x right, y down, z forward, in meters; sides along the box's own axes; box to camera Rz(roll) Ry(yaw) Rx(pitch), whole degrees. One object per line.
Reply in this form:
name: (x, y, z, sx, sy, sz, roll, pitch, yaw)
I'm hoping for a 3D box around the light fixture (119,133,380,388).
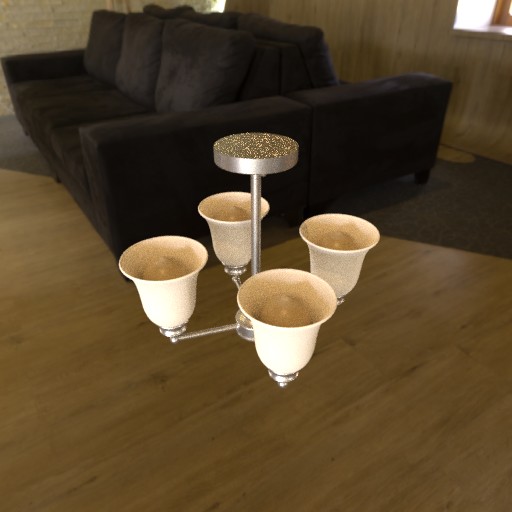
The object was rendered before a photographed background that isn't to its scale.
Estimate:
light fixture: (0.000, 0.000, 0.726, 0.427, 0.370, 0.427, -9, 33, -14)
